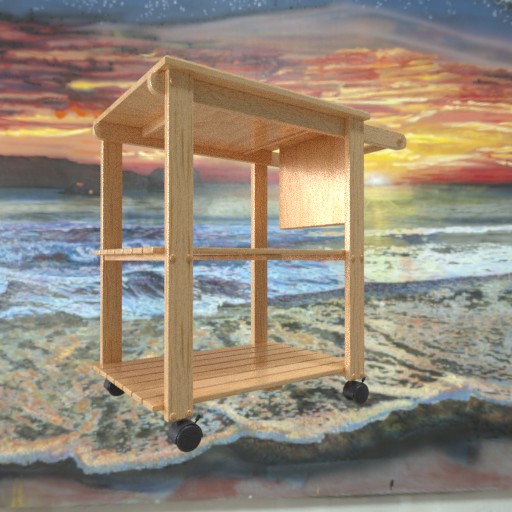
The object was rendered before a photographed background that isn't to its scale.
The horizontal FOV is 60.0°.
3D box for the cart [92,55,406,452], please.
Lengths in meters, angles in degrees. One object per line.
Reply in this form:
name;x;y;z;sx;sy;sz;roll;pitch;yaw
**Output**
cart;0.000;0.000;1.326;0.843;0.816;0.520;0;-1;-35
